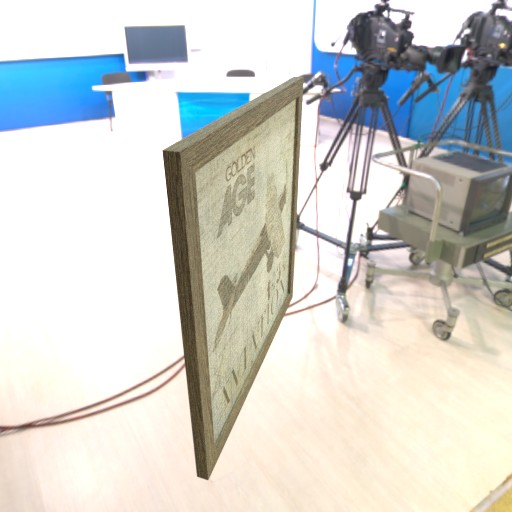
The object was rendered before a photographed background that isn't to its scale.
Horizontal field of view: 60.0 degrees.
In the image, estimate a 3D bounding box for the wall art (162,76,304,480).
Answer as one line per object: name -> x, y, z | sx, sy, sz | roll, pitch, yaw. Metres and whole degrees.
wall art -> 0.000, 0.000, 0.759 | 0.019, 0.508, 0.508 | 10, 31, 16
